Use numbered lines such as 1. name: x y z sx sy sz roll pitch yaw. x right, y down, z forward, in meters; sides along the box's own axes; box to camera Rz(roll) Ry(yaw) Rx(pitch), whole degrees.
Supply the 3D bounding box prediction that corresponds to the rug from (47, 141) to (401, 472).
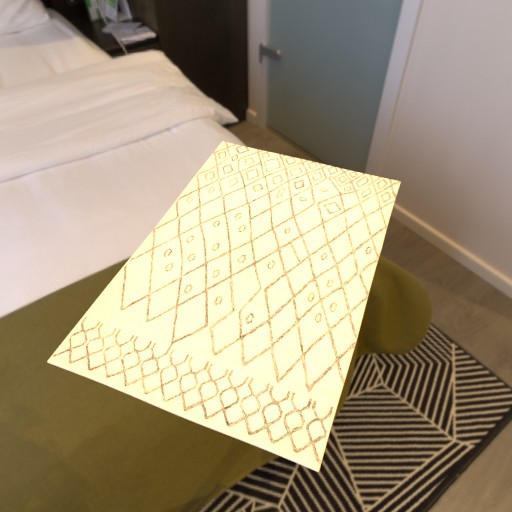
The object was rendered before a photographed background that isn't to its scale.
1. rug: 0.000 0.000 2.342 1.222 0.015 1.828 16 50 14
